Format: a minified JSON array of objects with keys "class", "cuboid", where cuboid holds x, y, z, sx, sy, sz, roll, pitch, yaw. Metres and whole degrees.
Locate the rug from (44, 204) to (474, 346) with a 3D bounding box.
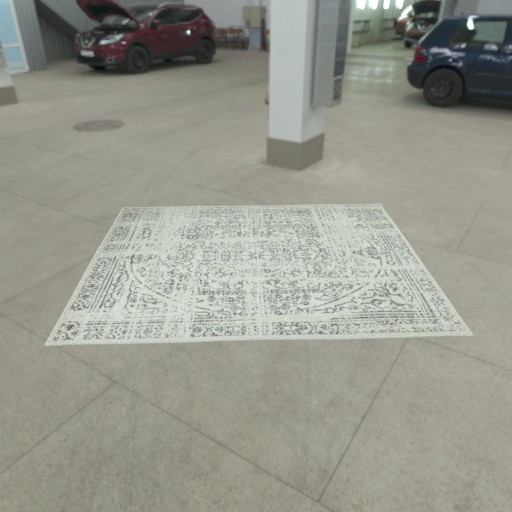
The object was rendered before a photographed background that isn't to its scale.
[{"class":"rug","cuboid":[0.000,0.000,3.990,2.921,0.032,2.311,-1,30,-2]}]
